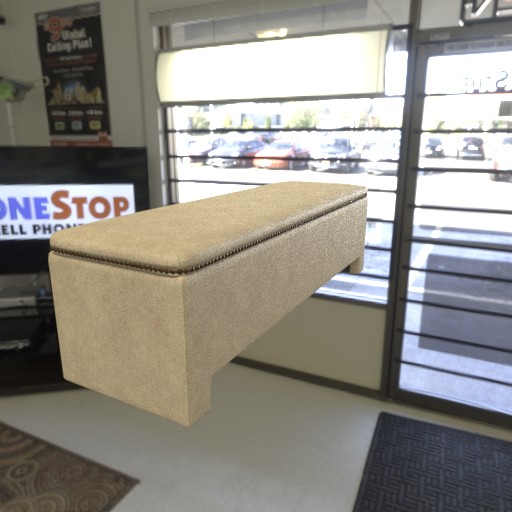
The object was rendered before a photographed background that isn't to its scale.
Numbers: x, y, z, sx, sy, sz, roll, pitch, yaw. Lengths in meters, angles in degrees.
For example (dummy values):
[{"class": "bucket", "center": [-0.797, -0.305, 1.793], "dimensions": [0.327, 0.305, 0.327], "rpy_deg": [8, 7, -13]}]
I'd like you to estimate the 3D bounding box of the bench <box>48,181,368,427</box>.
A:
[{"class": "bench", "center": [0.000, 0.000, 1.727], "dimensions": [0.470, 0.447, 1.482], "rpy_deg": [9, 18, 28]}]
